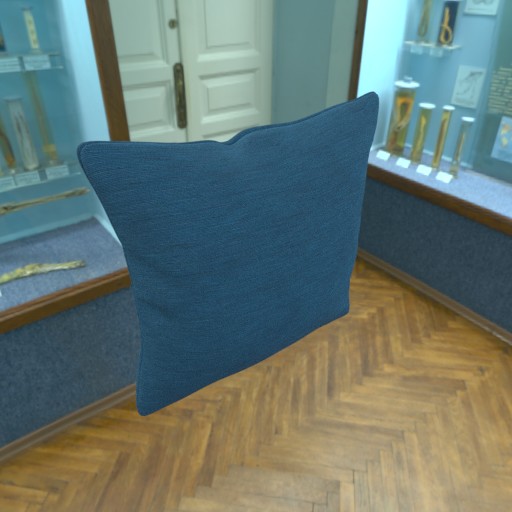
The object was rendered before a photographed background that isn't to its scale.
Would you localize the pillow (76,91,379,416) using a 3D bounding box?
[{"bbox_3d":[0.000,0.000,0.659,0.437,0.420,0.177,-20,38,-28],"label":"pillow"}]
